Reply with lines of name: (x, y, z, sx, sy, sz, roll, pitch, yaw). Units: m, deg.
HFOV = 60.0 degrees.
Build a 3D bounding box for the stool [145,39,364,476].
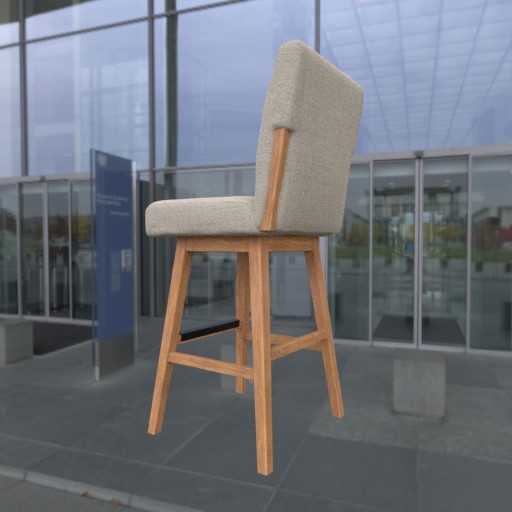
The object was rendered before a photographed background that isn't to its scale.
stool: (0.000, 0.000, 1.427, 0.569, 1.106, 0.483, 1, 2, 35)
